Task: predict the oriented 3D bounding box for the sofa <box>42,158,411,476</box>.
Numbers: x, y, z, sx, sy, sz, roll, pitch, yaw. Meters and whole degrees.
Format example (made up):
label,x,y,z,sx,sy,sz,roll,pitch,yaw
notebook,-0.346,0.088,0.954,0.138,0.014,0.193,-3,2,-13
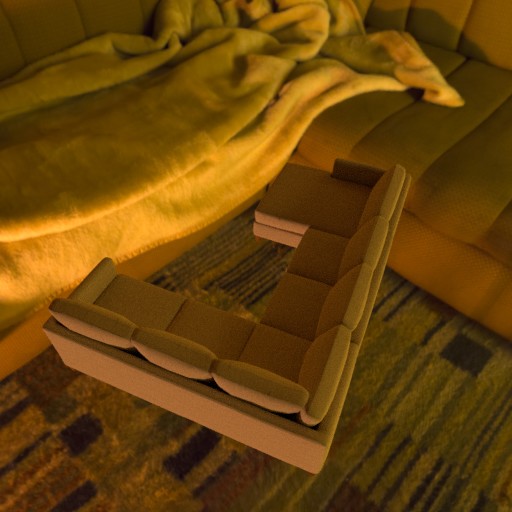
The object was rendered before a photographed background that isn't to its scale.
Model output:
label,x,y,z,sx,sy,sz,roll,pitch,yaw
sofa,0.000,0.000,4.707,2.594,0.961,3.460,17,50,16
